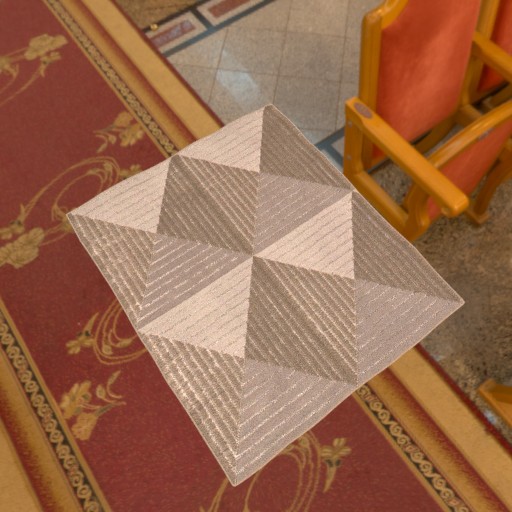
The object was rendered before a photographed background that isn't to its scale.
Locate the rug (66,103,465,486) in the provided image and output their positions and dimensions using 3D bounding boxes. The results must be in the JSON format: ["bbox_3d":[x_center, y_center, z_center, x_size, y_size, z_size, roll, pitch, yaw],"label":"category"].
[{"bbox_3d":[0.000,0.000,0.900,0.551,0.008,0.642,-33,68,-15],"label":"rug"}]
